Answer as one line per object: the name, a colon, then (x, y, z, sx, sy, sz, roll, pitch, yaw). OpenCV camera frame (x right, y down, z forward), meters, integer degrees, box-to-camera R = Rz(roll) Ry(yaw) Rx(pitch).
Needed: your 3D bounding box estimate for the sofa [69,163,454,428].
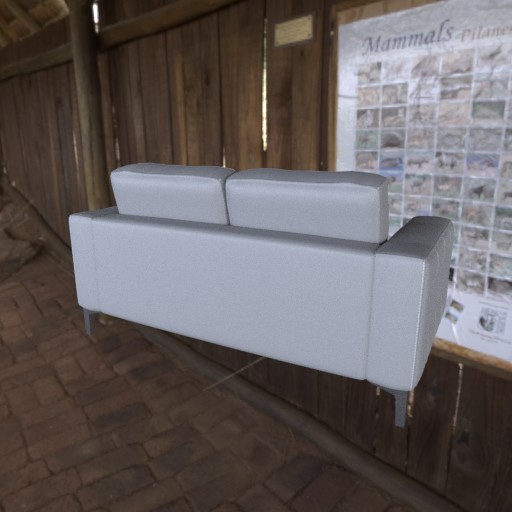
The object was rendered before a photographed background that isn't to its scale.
sofa: (0.000, 0.000, 2.196, 1.726, 0.892, 0.833, 8, 17, 27)
